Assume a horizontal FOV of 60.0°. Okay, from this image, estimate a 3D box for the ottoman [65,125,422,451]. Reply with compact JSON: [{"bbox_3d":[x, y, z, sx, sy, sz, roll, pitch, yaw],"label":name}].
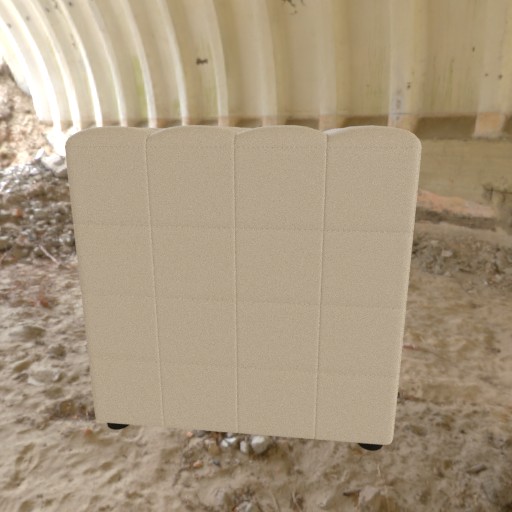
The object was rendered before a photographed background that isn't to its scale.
[{"bbox_3d":[0.000,0.000,0.769,0.425,0.432,0.425,2,16,7],"label":"ottoman"}]
